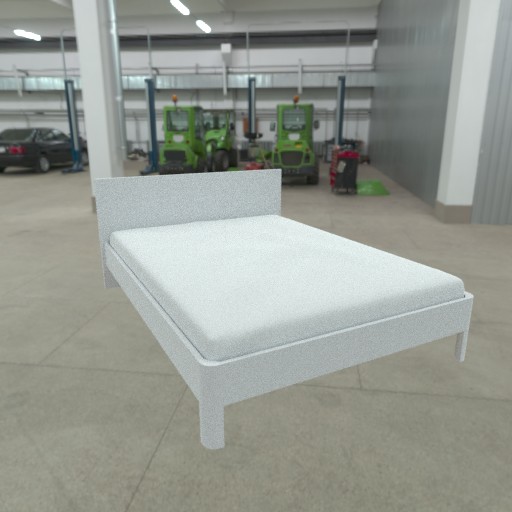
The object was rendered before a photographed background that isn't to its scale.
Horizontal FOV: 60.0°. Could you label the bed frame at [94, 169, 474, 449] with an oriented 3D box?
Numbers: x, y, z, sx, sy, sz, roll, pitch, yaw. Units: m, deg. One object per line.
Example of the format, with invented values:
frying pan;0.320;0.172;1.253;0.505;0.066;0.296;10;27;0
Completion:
bed frame;0.000;0.000;2.667;1.490;0.800;1.950;-9;19;-27
